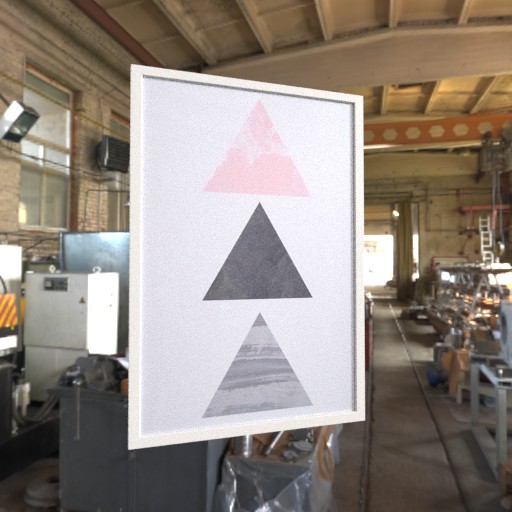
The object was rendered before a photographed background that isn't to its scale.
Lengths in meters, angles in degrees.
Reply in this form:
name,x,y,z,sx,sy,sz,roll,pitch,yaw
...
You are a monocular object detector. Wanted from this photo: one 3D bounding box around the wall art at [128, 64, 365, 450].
name,x,y,z,sx,sy,sz,roll,pitch,yaw
wall art,0.000,0.000,0.831,0.456,0.656,0.013,0,-1,-18
